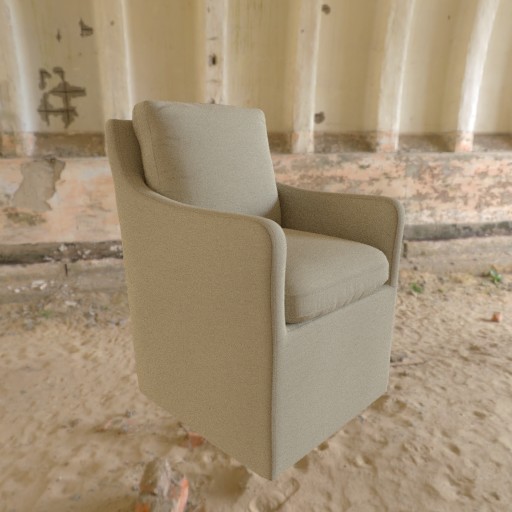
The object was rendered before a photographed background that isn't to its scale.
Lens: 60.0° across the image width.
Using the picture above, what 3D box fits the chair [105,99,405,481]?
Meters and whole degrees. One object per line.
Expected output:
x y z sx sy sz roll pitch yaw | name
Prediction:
0.000 0.000 1.364 0.694 0.914 0.626 13 19 43 | chair
